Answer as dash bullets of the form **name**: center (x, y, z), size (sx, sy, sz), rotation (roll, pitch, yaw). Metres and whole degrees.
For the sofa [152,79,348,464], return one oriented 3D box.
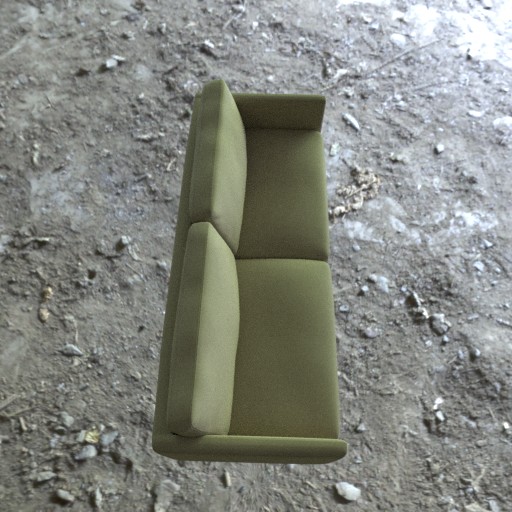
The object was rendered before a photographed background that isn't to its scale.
- **sofa**: center (0.000, 0.000, 2.863), size (0.988, 0.912, 2.404), rotation (1, 63, 1)
